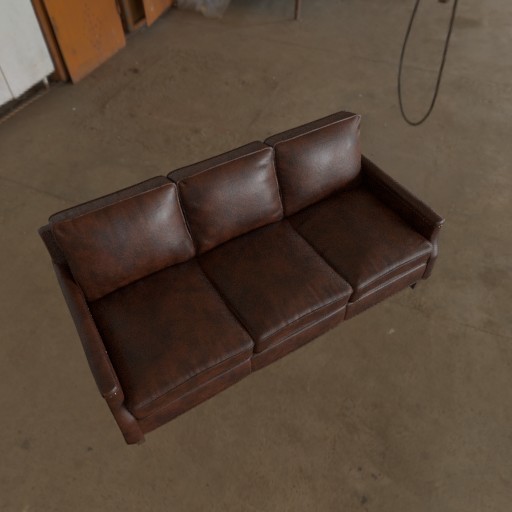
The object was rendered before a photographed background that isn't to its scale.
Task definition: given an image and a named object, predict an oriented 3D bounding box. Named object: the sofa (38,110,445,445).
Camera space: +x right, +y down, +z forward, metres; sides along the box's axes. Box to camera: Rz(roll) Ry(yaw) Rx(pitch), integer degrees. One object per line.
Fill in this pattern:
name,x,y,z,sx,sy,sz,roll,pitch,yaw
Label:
sofa,0.000,0.000,2.754,2.240,1.003,1.084,-25,54,-20
